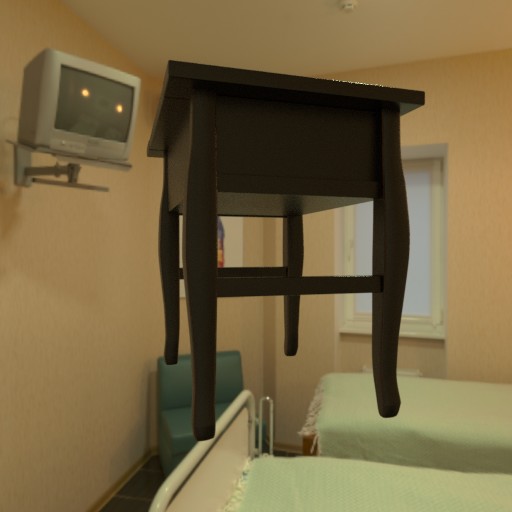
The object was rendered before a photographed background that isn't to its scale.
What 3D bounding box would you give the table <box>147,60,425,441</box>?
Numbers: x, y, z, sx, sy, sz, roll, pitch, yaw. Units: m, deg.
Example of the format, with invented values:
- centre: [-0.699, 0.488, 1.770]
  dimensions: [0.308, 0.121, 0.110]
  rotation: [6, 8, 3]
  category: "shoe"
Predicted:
- centre: [0.000, 0.000, 1.027]
  dimensions: [0.460, 0.604, 0.602]
  rotation: [0, 1, -17]
  category: "table"
